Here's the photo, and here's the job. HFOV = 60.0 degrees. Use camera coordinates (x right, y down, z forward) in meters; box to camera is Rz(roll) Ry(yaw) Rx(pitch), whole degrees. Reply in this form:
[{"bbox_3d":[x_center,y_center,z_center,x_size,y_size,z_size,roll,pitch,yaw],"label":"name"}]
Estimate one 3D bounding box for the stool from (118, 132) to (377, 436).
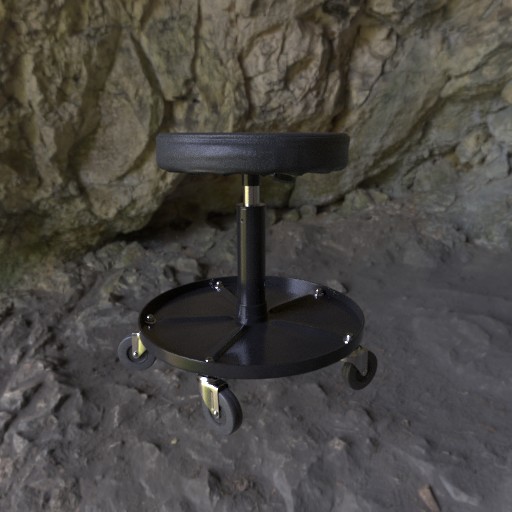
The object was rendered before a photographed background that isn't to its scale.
[{"bbox_3d":[0.000,0.000,0.680,0.381,0.365,0.382,7,17,25],"label":"stool"}]
